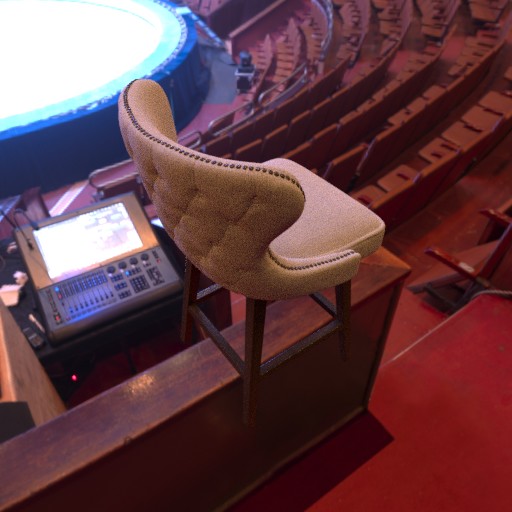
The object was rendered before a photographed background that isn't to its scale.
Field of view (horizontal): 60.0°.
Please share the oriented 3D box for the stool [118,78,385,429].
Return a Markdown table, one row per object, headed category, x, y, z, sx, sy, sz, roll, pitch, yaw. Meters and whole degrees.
| category | x | y | z | sx | sy | sz | roll | pitch | yaw |
| --- | --- | --- | --- | --- | --- | --- | --- | --- | --- |
| stool | 0.000 | 0.000 | 1.323 | 0.597 | 0.972 | 0.615 | -26 | 48 | -26 |
